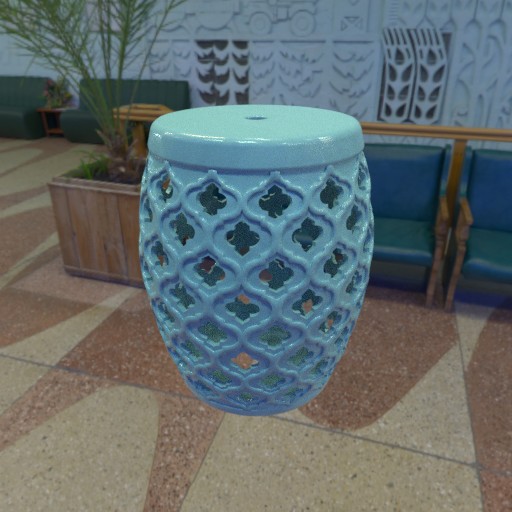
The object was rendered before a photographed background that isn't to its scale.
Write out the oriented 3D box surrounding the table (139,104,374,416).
[{"bbox_3d":[0.000,0.000,0.644,0.325,0.388,0.325,0,26,0],"label":"table"}]
